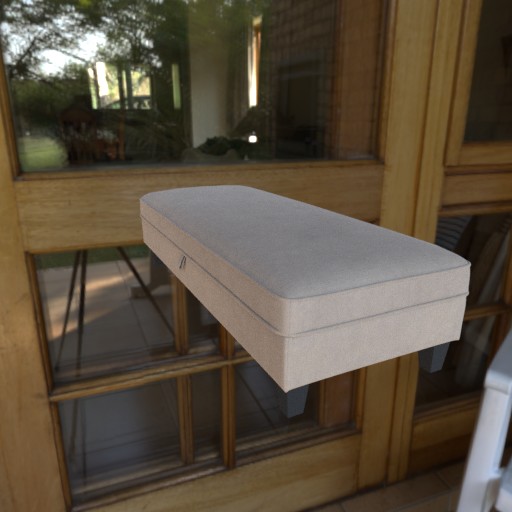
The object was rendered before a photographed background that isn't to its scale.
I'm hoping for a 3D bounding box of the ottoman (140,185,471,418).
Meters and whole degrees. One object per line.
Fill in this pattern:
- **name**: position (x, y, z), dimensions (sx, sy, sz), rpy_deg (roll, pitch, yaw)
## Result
- **ottoman**: position (0.000, 0.000, 2.022), dimensions (0.735, 0.460, 1.726), rpy_deg (-8, 19, -25)
